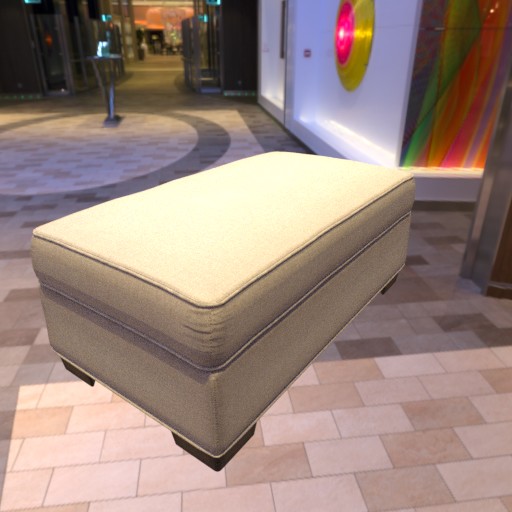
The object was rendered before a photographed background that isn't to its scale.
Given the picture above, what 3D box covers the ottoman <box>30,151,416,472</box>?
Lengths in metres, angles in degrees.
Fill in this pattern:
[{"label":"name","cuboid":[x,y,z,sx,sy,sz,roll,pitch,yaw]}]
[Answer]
[{"label":"ottoman","cuboid":[0.000,0.000,1.383,0.617,0.461,1.097,18,31,32]}]
